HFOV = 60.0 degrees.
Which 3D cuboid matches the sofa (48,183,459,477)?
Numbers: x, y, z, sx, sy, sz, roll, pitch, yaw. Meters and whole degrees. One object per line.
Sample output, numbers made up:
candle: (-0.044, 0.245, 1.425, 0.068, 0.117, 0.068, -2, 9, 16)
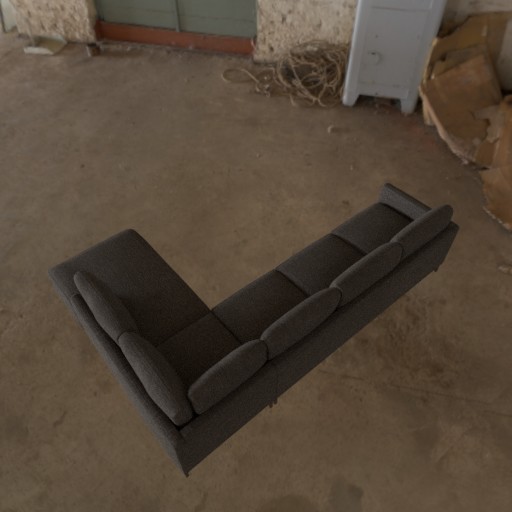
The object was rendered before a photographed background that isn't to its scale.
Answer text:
sofa: (0.000, 0.000, 3.827, 2.949, 0.815, 2.007, -32, 55, -25)
